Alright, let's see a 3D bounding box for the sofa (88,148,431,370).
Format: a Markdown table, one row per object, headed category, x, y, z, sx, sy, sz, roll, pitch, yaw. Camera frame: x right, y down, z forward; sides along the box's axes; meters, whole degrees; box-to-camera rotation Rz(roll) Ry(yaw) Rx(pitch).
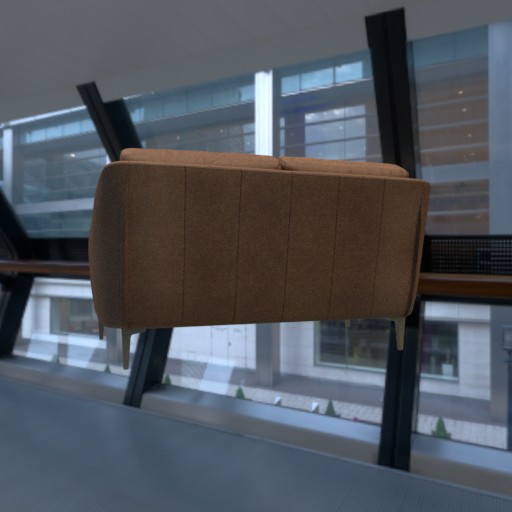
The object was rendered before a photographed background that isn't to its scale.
| category | x | y | z | sx | sy | sz | roll | pitch | yaw |
| --- | --- | --- | --- | --- | --- | --- | --- | --- | --- |
| sofa | 0.000 | 0.000 | 2.233 | 1.619 | 0.902 | 0.960 | 0 | 0 | -17 |
